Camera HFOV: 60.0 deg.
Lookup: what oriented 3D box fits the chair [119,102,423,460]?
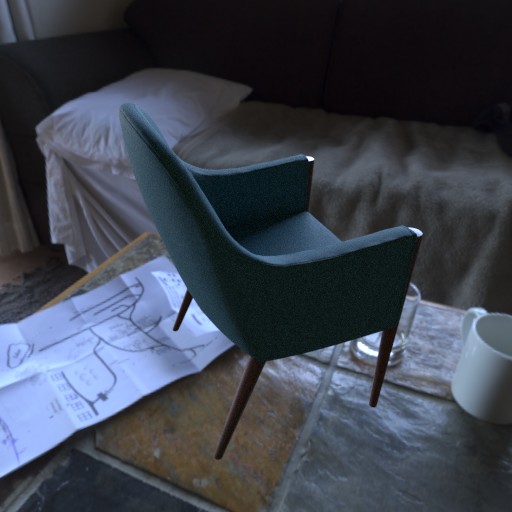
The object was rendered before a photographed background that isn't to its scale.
[{"bbox_3d":[0.000,0.000,1.316,0.652,0.907,0.656,-11,33,-18],"label":"chair"}]
